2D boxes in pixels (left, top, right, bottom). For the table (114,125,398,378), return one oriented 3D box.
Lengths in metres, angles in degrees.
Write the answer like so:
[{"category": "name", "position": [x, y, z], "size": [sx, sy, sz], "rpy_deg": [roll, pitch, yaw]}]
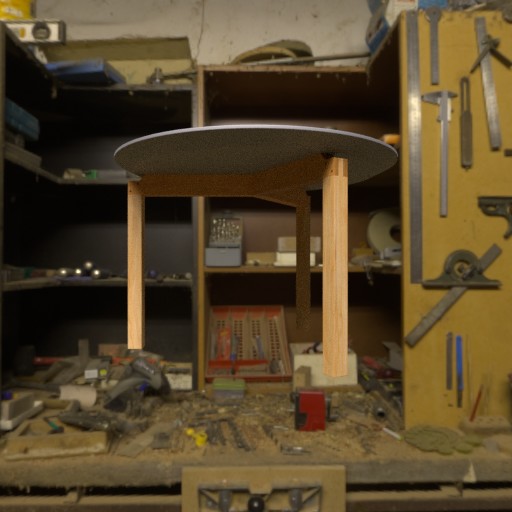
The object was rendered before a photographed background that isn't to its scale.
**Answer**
[{"category": "table", "position": [0.000, 0.000, 0.984], "size": [0.600, 0.405, 0.600], "rpy_deg": [0, 0, 0]}]
